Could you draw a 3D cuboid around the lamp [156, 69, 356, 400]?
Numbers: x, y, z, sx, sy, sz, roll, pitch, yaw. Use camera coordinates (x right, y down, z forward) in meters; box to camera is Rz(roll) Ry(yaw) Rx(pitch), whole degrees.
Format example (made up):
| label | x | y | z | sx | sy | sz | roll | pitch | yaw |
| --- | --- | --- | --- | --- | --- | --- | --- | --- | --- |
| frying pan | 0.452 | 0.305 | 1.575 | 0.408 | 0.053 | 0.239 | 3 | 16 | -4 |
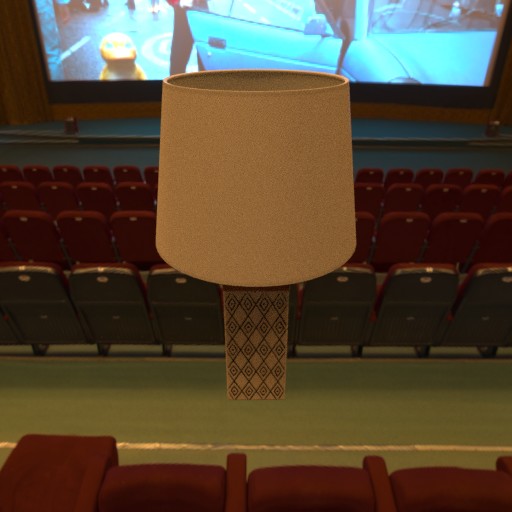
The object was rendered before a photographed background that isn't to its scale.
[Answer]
| label | x | y | z | sx | sy | sz | roll | pitch | yaw |
| --- | --- | --- | --- | --- | --- | --- | --- | --- | --- |
| lamp | 0.000 | 0.000 | 0.581 | 0.251 | 0.435 | 0.251 | 0 | 28 | 0 |
